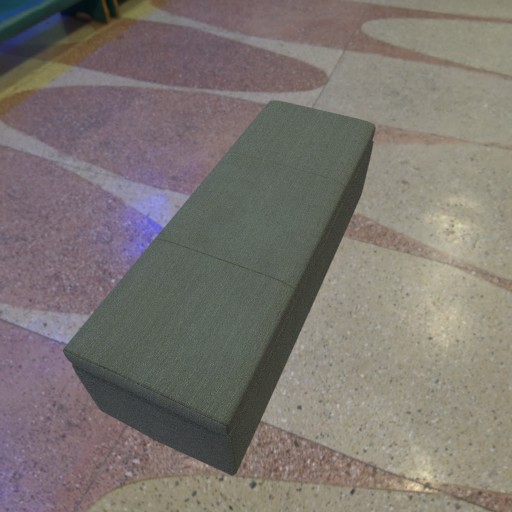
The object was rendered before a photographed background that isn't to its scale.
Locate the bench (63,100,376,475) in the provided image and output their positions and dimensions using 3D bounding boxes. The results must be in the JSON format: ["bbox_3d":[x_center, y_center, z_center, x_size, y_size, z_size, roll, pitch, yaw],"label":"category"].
[{"bbox_3d":[0.000,0.000,1.497,0.446,0.438,1.269,19,51,16],"label":"bench"}]
